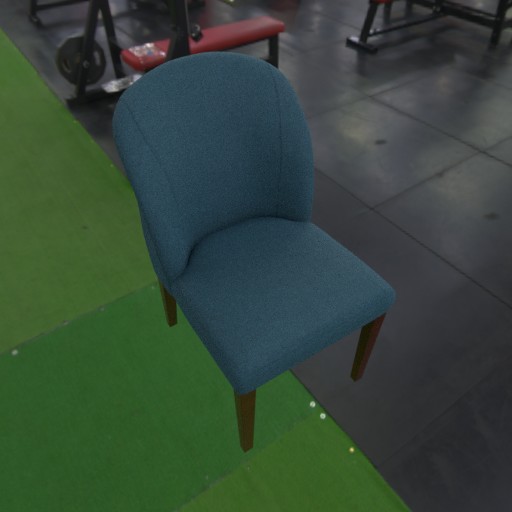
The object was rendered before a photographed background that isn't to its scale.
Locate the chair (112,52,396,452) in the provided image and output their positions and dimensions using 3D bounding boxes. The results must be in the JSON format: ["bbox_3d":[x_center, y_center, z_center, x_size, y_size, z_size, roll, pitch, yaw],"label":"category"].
[{"bbox_3d":[0.000,0.000,1.216,0.507,0.879,0.620,-24,50,-22],"label":"chair"}]
